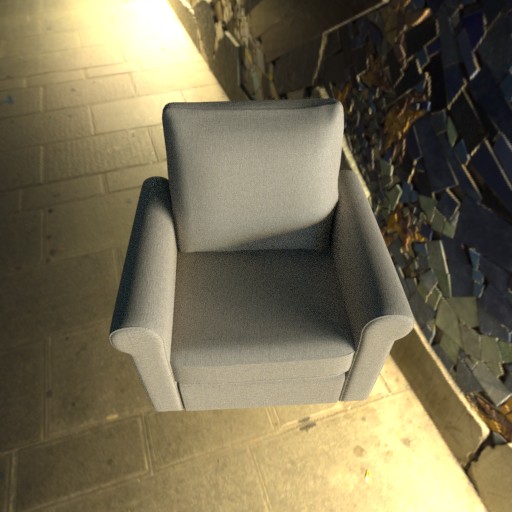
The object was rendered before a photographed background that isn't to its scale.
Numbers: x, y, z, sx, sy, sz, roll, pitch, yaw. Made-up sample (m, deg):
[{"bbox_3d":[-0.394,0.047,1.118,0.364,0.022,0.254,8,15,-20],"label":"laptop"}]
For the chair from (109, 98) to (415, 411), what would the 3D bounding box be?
[{"bbox_3d":[0.000,0.000,2.329,1.275,1.349,1.180,-2,46,-2],"label":"chair"}]
